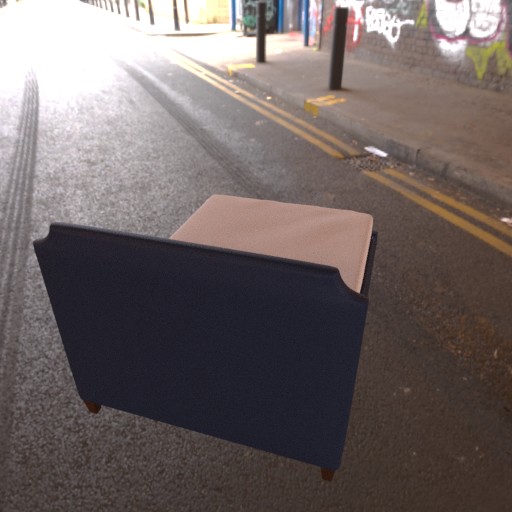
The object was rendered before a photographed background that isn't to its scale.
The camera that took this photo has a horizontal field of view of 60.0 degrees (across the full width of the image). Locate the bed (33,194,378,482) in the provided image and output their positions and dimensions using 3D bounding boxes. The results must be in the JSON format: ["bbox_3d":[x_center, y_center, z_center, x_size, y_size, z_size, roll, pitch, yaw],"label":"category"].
[{"bbox_3d":[0.000,0.000,3.311,1.712,1.443,2.372,9,33,15],"label":"bed"}]
